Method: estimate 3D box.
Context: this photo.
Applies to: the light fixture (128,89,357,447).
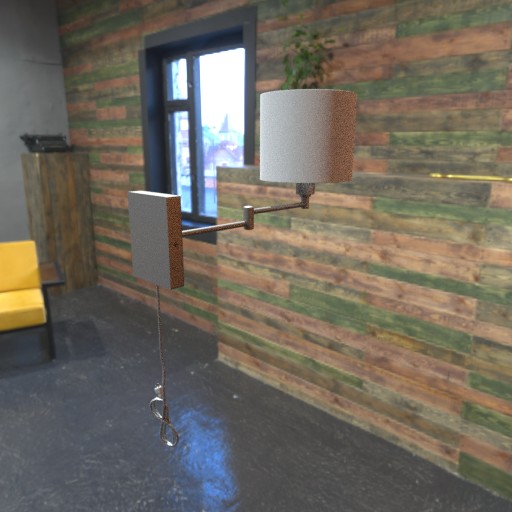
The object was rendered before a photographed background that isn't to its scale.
[{"bbox_3d":[0.000,0.000,0.916,0.203,0.651,0.516,13,19,43],"label":"light fixture"}]
